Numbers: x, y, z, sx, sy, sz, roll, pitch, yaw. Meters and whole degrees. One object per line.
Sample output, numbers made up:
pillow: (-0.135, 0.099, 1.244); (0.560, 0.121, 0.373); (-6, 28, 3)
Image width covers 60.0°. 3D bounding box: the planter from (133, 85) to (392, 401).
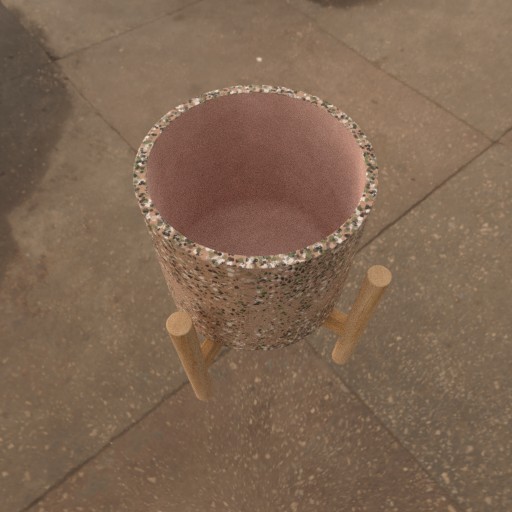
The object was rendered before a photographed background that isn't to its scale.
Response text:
planter: (0.000, 0.000, 0.540); (0.284, 0.320, 0.284); (-33, 64, -19)
